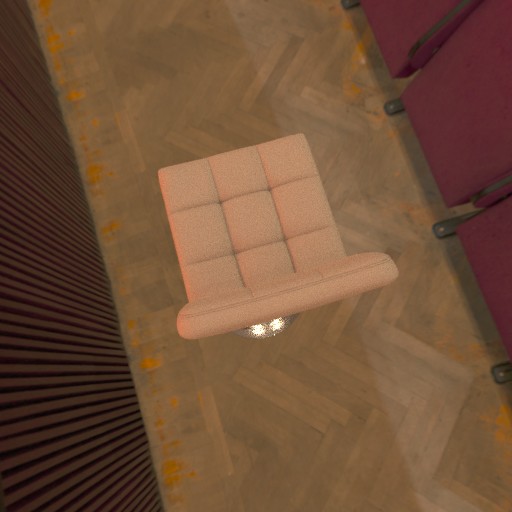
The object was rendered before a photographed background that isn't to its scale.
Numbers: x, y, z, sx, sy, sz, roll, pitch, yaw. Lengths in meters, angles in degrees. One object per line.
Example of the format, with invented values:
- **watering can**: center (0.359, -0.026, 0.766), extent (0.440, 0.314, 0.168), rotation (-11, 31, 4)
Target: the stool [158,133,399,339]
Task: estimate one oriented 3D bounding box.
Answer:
- **stool**: center (0.000, 0.000, 1.368), extent (0.430, 1.115, 0.505), rotation (-15, 76, -4)
